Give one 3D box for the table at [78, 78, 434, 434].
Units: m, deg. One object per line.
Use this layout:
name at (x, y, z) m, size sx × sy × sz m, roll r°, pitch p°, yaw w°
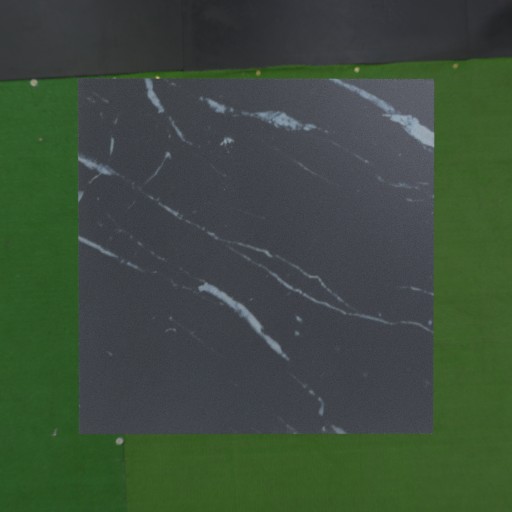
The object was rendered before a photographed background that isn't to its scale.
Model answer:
table at (0.000, 0.000, 1.222) m, size 0.800 × 0.450 × 0.800 m, roll 0°, pitch 91°, yaw 0°
